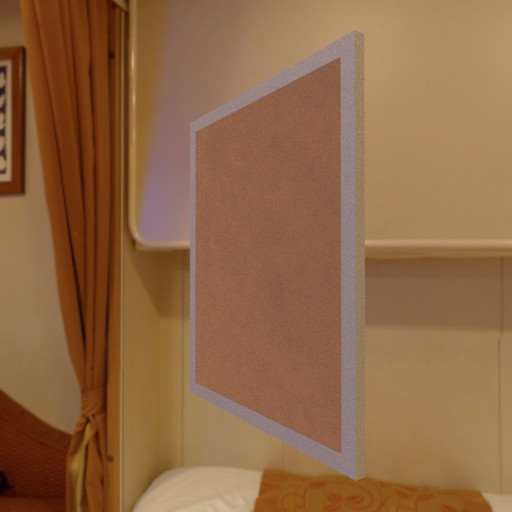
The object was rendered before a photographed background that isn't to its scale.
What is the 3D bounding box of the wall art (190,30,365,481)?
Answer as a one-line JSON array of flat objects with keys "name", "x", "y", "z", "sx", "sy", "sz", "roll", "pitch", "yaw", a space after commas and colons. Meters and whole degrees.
[{"name": "wall art", "x": 0.000, "y": 0.000, "z": 1.077, "sx": 0.026, "sy": 0.811, "sz": 0.661, "roll": 0, "pitch": -1, "yaw": -35}]
